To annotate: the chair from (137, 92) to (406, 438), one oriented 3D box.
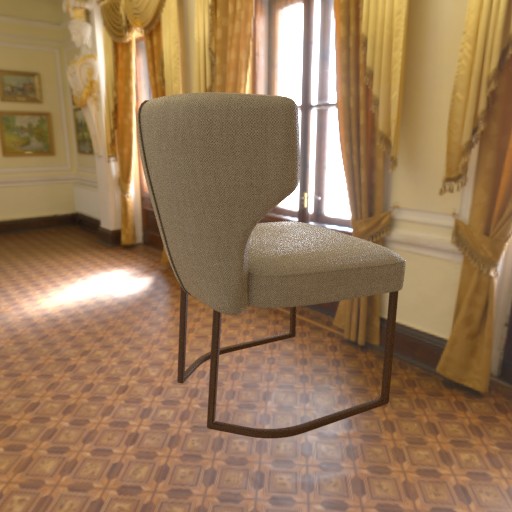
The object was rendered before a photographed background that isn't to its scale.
[{"bbox_3d":[0.000,0.000,1.253,0.617,0.824,0.611,-7,16,-26],"label":"chair"}]
